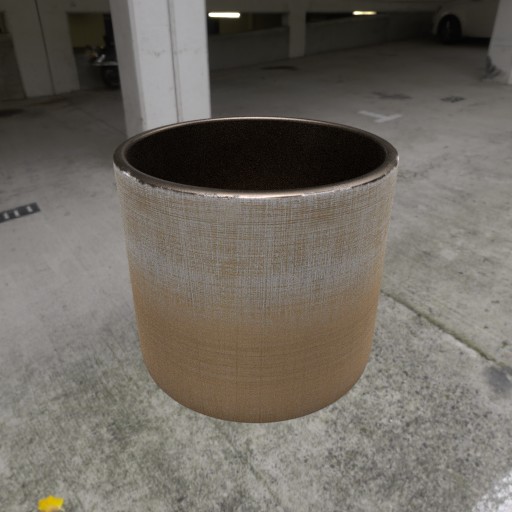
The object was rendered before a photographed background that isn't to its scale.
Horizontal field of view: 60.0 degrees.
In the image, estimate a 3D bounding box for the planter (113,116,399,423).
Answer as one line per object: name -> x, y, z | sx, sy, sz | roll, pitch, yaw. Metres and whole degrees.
planter -> 0.000, 0.000, 0.396 | 0.221, 0.201, 0.221 | 0, 29, 0
